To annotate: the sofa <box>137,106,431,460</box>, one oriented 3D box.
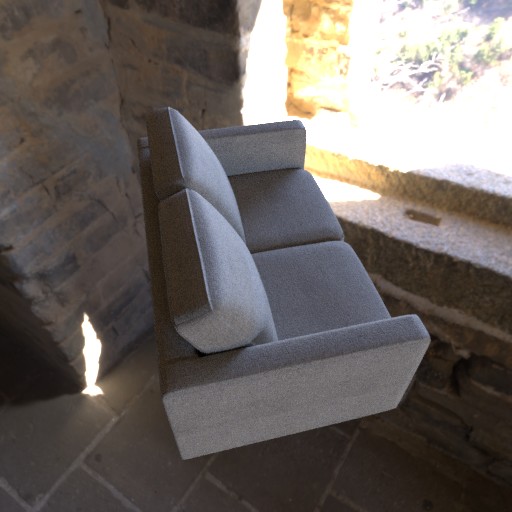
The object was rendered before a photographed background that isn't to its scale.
[{"bbox_3d":[0.000,0.000,2.143,0.969,0.973,1.527,-10,47,-9],"label":"sofa"}]
